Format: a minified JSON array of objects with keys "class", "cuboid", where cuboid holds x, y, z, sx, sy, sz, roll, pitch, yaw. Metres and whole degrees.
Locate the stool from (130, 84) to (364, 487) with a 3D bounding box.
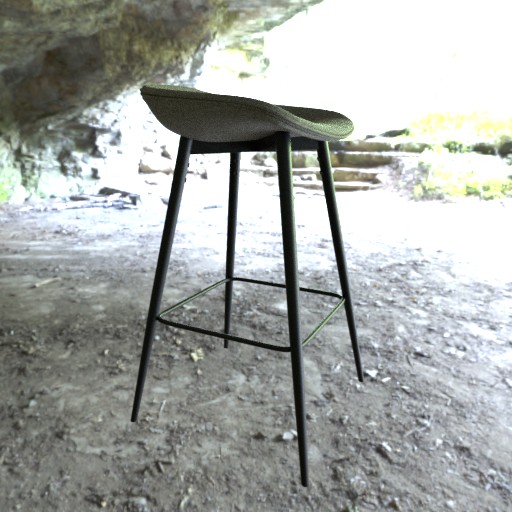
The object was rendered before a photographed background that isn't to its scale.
[{"class":"stool","cuboid":[0.000,0.000,1.110,0.480,0.814,0.469,8,17,26]}]
